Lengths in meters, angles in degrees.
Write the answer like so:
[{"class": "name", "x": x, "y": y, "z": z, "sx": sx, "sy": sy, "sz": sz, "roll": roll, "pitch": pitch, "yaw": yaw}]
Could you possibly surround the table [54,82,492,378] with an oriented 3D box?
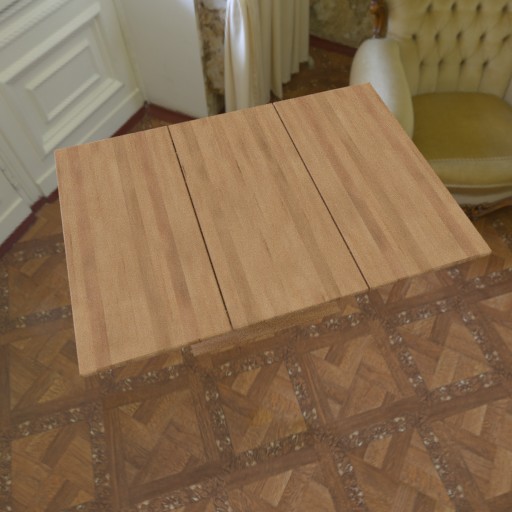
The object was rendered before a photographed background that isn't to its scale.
[{"class": "table", "x": 0.000, "y": 0.000, "z": 1.863, "sx": 1.300, "sy": 0.770, "sz": 0.900, "roll": -15, "pitch": 59, "yaw": -10}]
